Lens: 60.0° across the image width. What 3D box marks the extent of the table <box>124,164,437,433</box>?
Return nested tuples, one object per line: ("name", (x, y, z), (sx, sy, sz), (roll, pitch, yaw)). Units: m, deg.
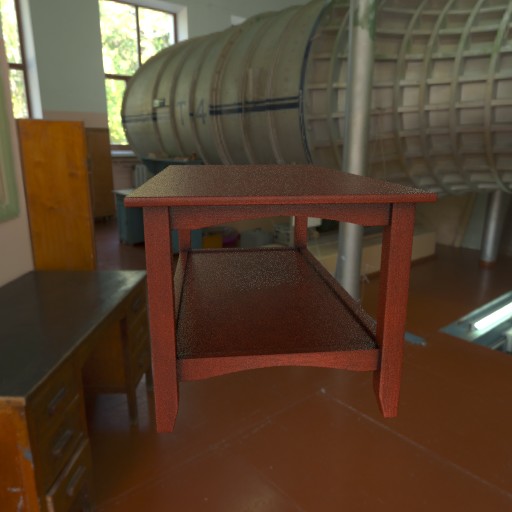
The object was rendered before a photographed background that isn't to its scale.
("table", (0.000, 0.000, 1.252), (0.533, 0.456, 0.943), (-2, 15, -6))
